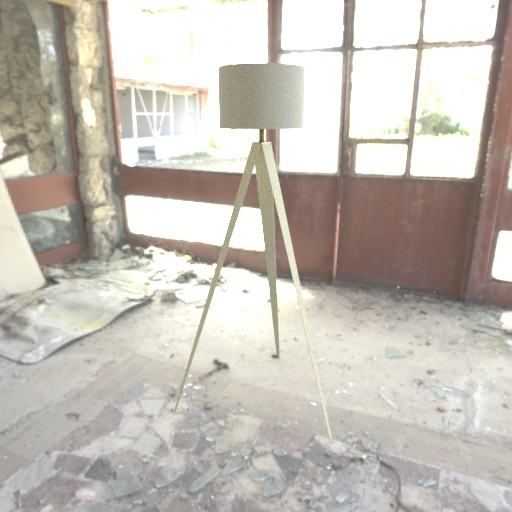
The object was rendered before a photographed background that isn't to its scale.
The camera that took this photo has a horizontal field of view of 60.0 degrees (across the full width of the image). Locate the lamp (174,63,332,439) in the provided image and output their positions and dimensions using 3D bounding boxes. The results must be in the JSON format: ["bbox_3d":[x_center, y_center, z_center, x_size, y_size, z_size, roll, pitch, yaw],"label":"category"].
[{"bbox_3d":[0.000,0.000,1.925,0.716,1.524,0.724,-9,19,-28],"label":"lamp"}]
